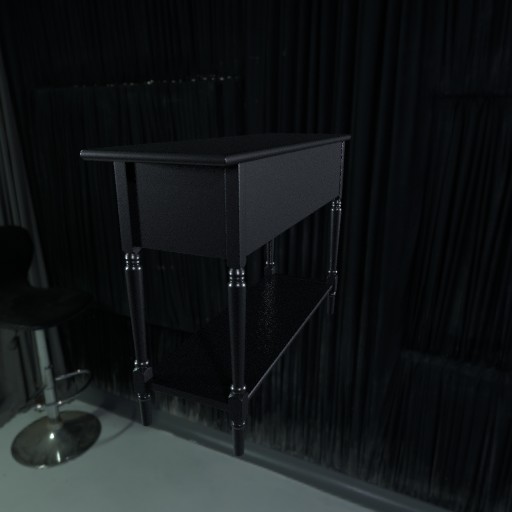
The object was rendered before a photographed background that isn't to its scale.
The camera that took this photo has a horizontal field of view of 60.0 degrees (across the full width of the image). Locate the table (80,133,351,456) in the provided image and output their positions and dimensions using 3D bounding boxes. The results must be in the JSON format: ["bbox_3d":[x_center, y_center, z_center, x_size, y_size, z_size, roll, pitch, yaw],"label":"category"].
[{"bbox_3d":[0.000,0.000,1.610,0.386,0.819,1.191,7,19,22],"label":"table"}]
